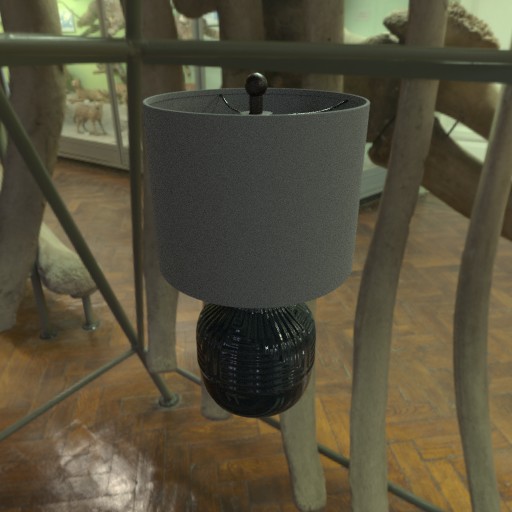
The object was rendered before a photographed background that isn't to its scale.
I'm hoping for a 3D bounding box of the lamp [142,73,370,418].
[{"bbox_3d":[0.000,0.000,0.742,0.318,0.567,0.318,0,26,0],"label":"lamp"}]
